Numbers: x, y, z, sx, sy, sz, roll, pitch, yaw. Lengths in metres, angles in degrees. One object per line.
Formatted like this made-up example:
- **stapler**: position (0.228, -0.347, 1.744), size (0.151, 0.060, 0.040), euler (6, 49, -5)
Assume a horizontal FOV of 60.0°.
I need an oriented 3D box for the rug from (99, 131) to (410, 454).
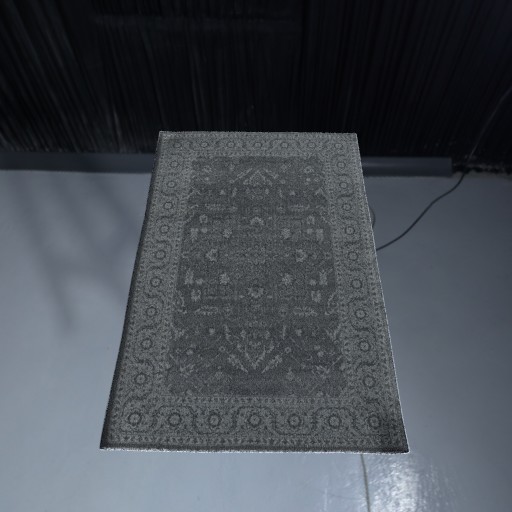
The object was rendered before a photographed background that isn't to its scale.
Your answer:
- **rug**: position (0.000, 0.000, 2.222), size (1.209, 0.019, 1.828), euler (1, 57, 0)
